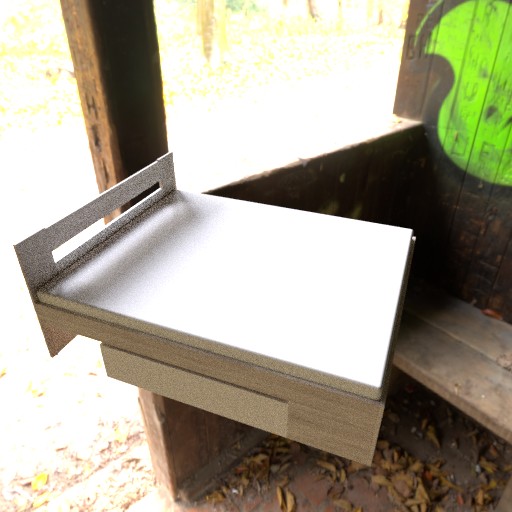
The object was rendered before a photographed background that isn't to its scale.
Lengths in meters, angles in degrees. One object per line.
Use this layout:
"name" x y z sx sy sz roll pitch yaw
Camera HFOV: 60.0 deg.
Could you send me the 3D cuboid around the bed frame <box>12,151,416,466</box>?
"bed frame" 0.000 0.000 3.127 2.050 0.860 2.040 12 34 18
